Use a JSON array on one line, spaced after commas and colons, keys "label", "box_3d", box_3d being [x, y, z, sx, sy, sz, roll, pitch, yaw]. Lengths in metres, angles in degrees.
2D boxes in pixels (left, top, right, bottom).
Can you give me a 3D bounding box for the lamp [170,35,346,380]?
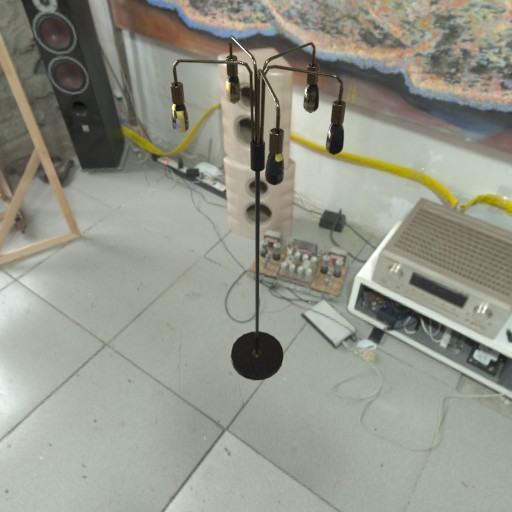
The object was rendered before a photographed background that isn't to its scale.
[{"label": "lamp", "box_3d": [0.000, 0.000, 1.995, 0.599, 1.721, 0.572, 4, 46, 4]}]
